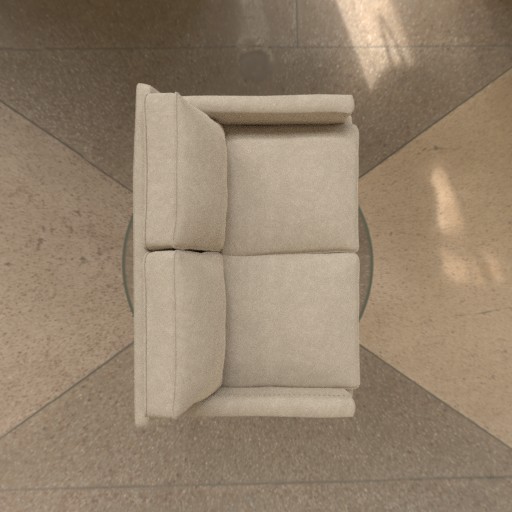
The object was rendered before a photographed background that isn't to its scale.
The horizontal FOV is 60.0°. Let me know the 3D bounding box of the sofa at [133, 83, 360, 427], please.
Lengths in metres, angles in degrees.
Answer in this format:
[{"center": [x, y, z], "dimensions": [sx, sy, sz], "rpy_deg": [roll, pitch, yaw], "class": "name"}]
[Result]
[{"center": [0.000, 0.000, 2.285], "dimensions": [1.084, 1.002, 1.597], "rpy_deg": [0, 89, -1], "class": "sofa"}]
